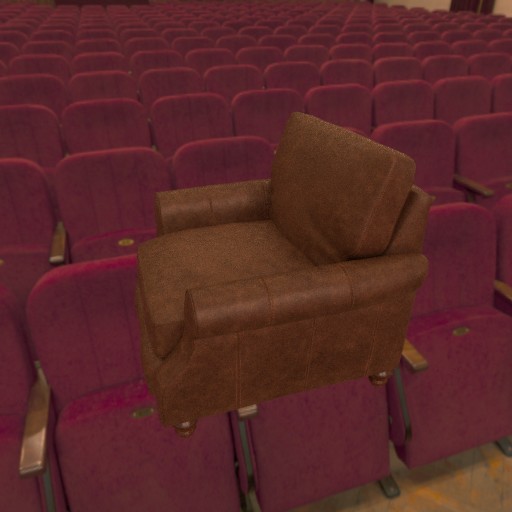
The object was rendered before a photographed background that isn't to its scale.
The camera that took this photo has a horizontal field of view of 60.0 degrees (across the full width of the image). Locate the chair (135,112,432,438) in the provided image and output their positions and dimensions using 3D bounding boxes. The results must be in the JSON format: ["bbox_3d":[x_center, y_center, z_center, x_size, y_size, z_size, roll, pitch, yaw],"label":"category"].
[{"bbox_3d":[0.000,0.000,1.786,1.002,0.976,0.996,-9,31,-15],"label":"chair"}]
